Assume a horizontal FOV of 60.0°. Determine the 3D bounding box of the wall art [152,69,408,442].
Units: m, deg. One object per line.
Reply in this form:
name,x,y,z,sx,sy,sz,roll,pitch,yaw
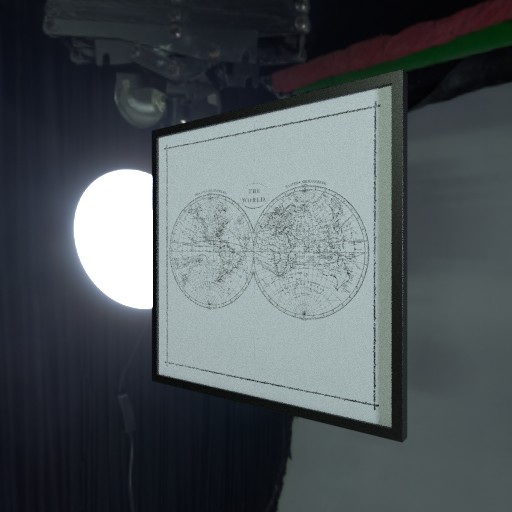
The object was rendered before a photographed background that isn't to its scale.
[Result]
wall art,0.000,0.000,1.158,0.773,0.775,0.031,0,0,36
